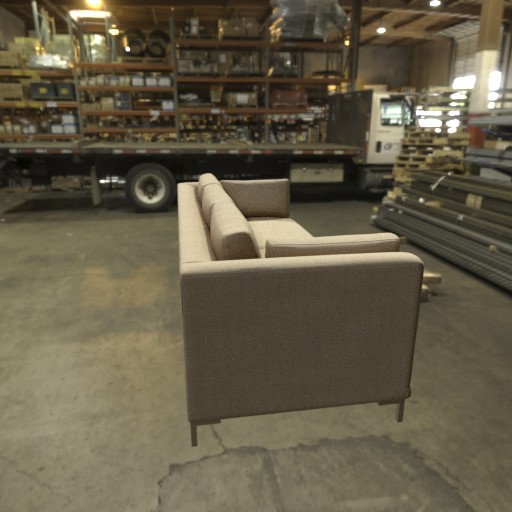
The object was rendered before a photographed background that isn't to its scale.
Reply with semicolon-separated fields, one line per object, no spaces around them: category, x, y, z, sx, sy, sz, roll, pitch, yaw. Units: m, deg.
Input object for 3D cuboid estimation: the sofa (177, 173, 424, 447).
sofa;0.000;0.000;2.882;0.969;0.867;2.415;-3;17;-9
